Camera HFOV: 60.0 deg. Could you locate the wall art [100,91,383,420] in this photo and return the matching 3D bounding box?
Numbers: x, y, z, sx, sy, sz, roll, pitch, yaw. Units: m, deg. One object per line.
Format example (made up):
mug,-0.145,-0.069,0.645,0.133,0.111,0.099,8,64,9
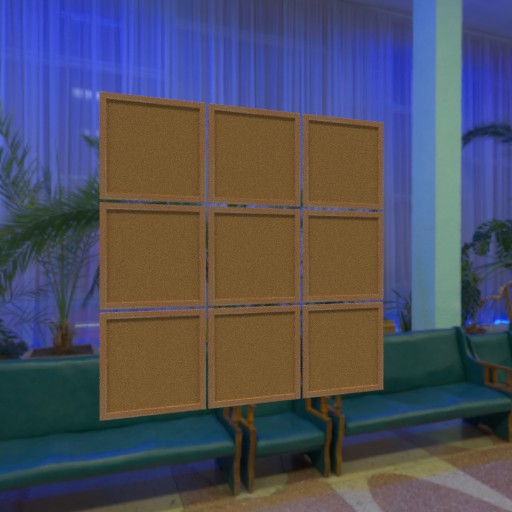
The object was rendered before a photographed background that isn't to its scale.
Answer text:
wall art,0.000,0.000,2.287,1.521,1.519,0.013,0,0,-18
